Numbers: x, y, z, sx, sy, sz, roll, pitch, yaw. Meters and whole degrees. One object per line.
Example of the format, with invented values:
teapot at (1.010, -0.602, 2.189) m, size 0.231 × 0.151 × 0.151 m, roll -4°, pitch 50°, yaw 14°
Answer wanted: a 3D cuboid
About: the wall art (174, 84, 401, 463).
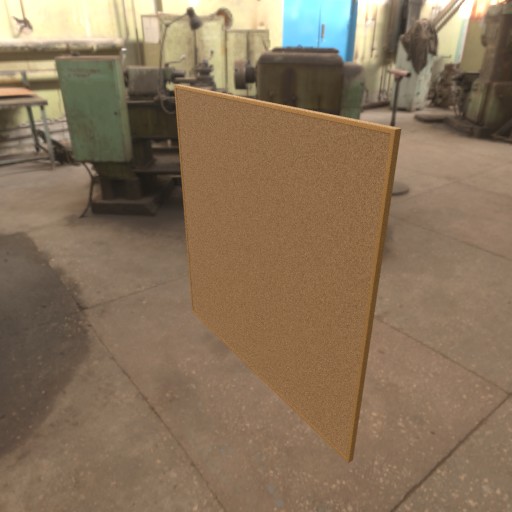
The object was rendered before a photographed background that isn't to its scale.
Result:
wall art at (0.000, 0.000, 0.980) m, size 0.014 × 0.655 × 0.657 m, roll -18°, pitch 32°, yaw -31°
